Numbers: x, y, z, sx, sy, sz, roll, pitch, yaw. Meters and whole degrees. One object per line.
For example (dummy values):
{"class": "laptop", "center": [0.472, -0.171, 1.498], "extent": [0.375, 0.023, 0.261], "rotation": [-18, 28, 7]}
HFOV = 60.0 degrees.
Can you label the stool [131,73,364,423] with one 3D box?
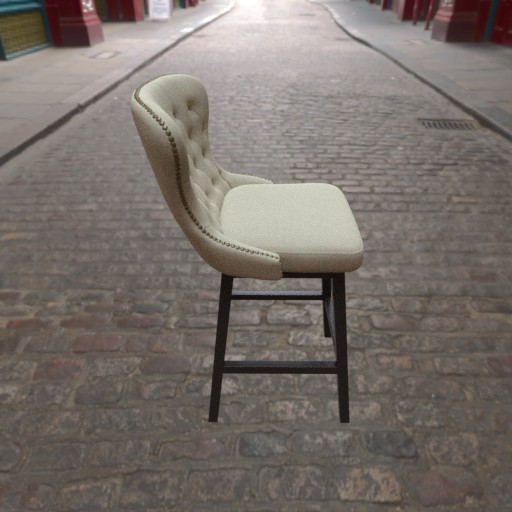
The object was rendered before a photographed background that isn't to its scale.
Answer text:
{"class": "stool", "center": [0.000, 0.000, 1.327], "extent": [0.593, 0.971, 0.528], "rotation": [0, 31, 0]}
